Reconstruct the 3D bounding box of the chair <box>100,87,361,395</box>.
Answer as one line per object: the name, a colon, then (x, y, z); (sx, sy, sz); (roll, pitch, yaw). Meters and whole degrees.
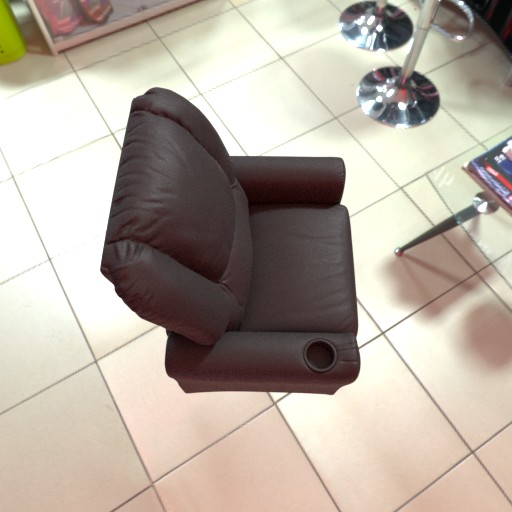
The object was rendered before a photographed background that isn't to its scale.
chair: (0.000, 0.000, 1.103); (0.521, 0.709, 0.610); (1, 64, 1)
